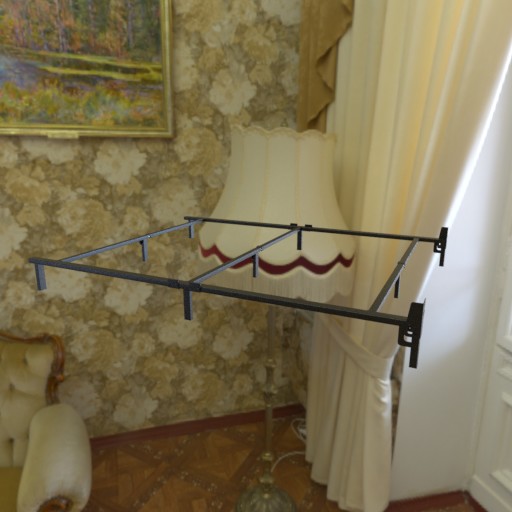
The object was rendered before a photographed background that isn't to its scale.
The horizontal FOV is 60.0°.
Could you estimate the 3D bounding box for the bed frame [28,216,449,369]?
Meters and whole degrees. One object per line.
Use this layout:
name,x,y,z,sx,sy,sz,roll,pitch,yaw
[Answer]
bed frame,0.000,0.000,2.609,1.990,0.248,1.498,7,16,25
